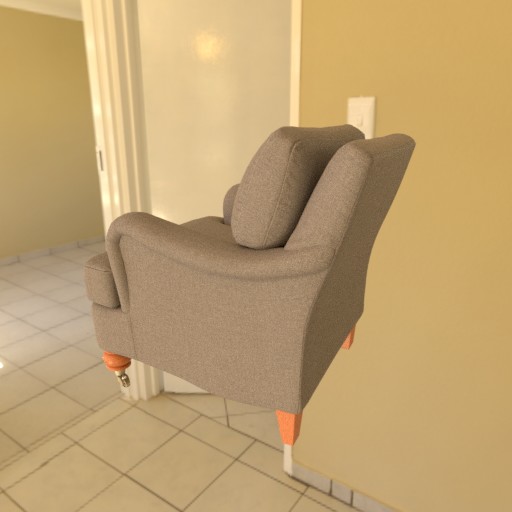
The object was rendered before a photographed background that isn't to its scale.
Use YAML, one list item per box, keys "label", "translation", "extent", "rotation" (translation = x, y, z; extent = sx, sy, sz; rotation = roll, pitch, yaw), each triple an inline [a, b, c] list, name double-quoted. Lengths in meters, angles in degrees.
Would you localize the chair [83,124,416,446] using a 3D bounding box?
- label: "chair"
  translation: [0.000, 0.000, 1.828]
  extent: [1.070, 1.038, 0.955]
  rotation: [8, 19, 25]
